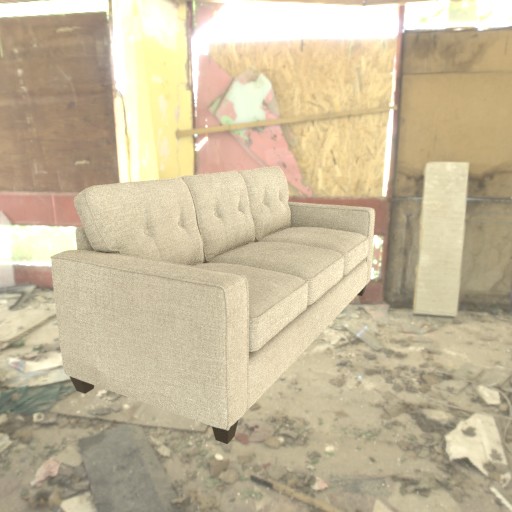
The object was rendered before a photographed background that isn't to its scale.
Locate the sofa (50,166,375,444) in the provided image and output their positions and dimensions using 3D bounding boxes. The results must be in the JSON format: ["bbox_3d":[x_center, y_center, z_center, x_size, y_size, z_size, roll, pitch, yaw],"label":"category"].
[{"bbox_3d":[0.000,0.000,2.655,0.939,0.965,2.133,8,16,27],"label":"sofa"}]
